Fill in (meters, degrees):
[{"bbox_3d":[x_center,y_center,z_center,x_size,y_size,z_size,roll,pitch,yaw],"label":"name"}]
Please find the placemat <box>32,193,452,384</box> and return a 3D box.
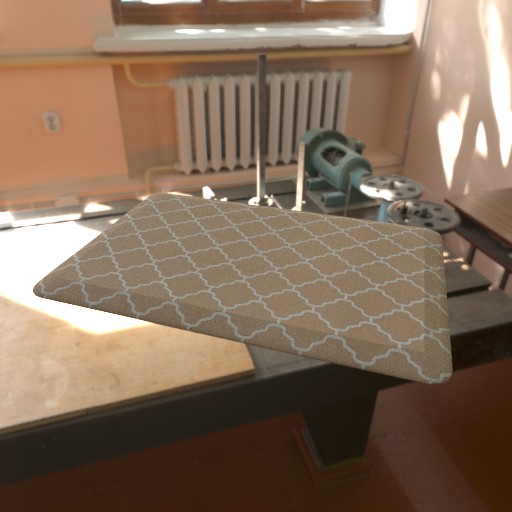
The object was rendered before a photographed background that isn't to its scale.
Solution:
[{"bbox_3d":[0.000,0.000,0.941,0.762,0.021,0.508,9,33,15],"label":"placemat"}]
